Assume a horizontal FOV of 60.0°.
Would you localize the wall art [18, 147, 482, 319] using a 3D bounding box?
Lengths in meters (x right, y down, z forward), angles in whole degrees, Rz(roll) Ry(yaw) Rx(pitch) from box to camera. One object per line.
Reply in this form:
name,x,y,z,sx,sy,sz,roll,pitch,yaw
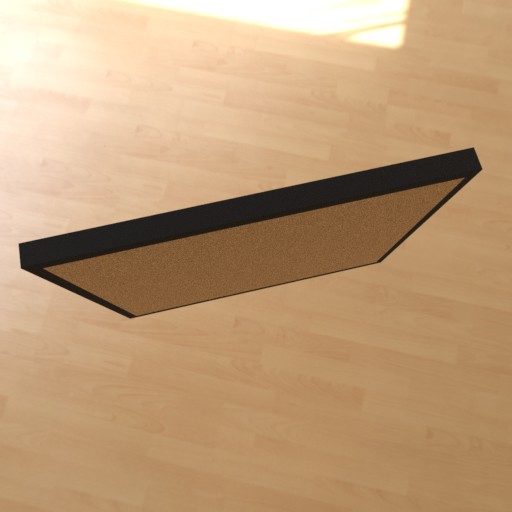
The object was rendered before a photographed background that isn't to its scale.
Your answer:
wall art,0.000,0.000,0.742,0.554,0.454,0.030,-12,75,-3
